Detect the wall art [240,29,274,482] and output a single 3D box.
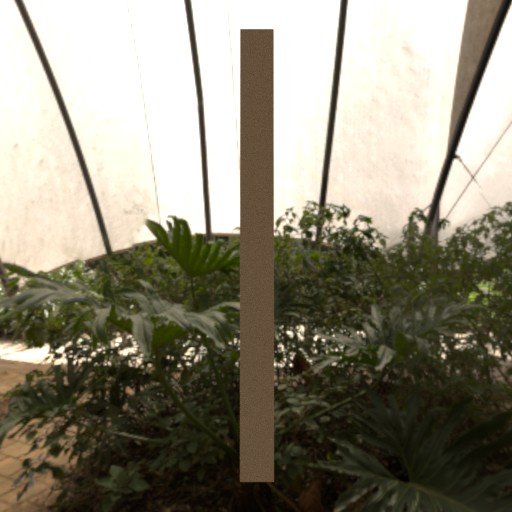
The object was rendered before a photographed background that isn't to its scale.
[{"bbox_3d":[0.000,0.000,1.907,0.098,1.291,1.289,0,0,0],"label":"wall art"}]
